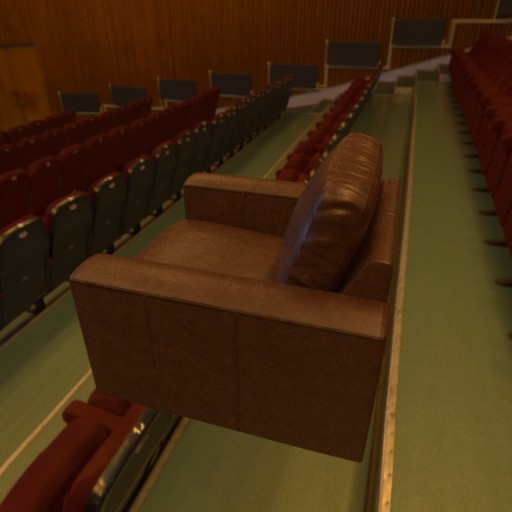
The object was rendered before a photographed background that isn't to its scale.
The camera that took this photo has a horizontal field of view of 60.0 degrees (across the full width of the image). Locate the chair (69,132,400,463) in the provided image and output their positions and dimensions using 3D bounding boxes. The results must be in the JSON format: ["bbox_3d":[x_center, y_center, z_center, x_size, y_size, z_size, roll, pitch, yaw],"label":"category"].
[{"bbox_3d":[0.000,0.000,1.736,1.016,0.873,1.005,9,32,15],"label":"chair"}]
